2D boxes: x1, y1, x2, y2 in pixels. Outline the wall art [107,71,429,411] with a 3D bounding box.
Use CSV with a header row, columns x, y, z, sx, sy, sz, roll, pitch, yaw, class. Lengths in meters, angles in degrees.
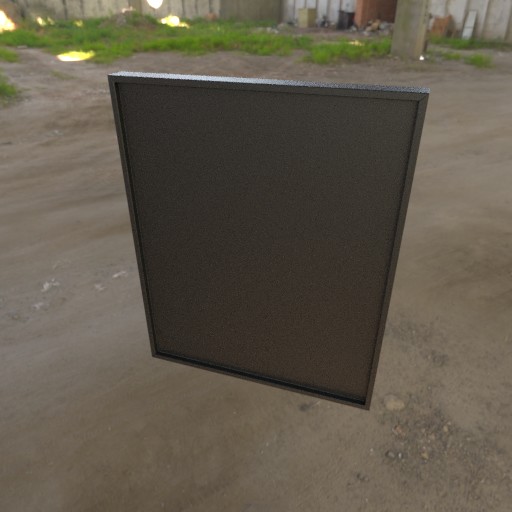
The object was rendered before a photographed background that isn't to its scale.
x,y,z,sx,sy,sz,roll,pitch,yaw,class
0.000,0.000,0.747,0.449,0.555,0.039,9,32,16,wall art
